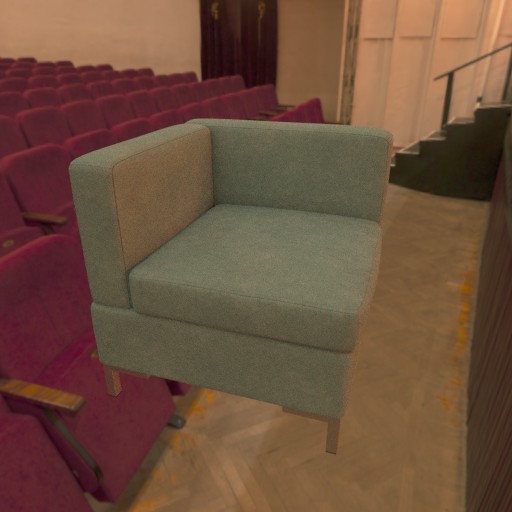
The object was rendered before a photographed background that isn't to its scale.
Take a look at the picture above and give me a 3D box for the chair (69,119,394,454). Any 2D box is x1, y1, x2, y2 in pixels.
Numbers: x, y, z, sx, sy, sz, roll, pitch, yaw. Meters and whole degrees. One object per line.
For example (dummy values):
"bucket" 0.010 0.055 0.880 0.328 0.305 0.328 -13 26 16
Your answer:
"chair" 0.000 0.000 1.263 0.680 0.660 0.680 8 26 16
